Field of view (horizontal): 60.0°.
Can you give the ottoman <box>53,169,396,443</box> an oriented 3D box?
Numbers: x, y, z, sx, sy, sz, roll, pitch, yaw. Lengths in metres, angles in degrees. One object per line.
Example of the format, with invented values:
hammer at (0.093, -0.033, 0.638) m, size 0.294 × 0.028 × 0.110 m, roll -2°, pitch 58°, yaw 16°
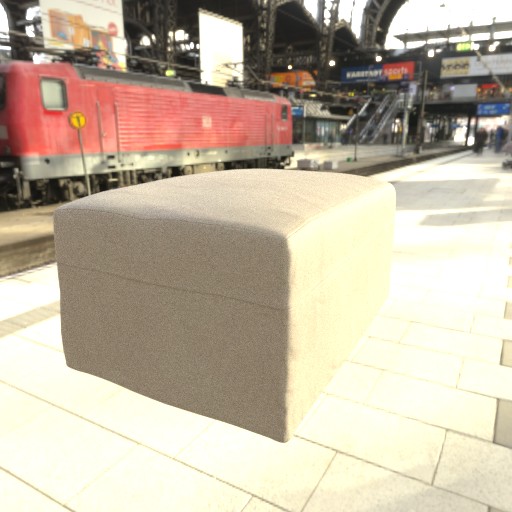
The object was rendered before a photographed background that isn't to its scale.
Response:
ottoman at (0.000, 0.000, 1.216) m, size 0.590 × 0.444 × 0.872 m, roll 8°, pitch 18°, yaw 27°
